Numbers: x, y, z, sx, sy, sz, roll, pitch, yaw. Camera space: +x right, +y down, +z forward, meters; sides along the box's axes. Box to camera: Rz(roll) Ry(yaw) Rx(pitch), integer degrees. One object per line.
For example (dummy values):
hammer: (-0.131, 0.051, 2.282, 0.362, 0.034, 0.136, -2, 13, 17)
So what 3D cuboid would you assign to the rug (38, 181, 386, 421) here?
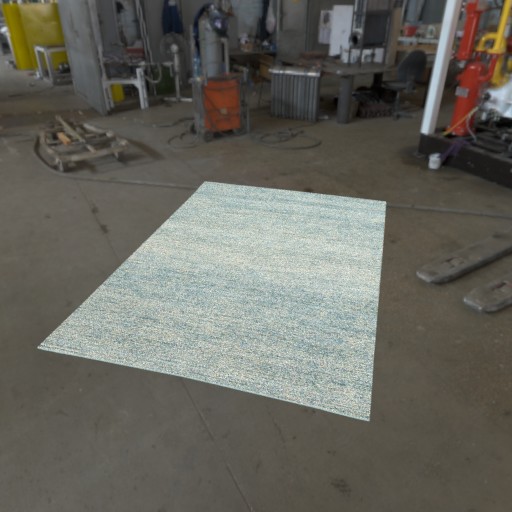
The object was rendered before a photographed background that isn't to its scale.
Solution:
rug: (0.000, 0.000, 2.928, 1.611, 0.026, 2.260, 8, 32, 14)
